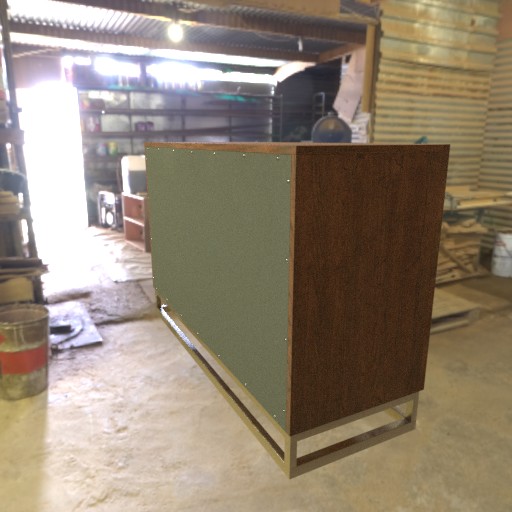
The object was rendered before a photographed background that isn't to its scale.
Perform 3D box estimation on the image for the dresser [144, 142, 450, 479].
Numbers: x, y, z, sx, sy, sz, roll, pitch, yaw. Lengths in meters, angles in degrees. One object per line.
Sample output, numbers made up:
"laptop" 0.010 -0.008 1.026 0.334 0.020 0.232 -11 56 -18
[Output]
"dresser" 0.000 0.000 2.145 0.623 1.061 1.646 -8 17 -26
